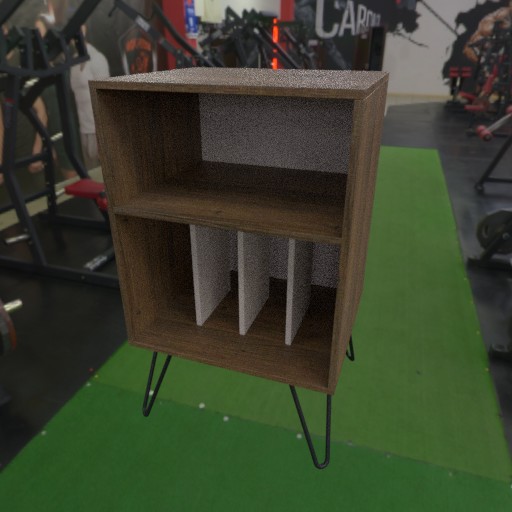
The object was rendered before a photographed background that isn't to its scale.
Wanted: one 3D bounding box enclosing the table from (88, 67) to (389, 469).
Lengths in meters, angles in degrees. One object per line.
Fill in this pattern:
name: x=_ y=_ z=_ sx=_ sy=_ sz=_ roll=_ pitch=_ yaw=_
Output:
table: x=0.000 y=0.000 z=1.144 sx=0.526 sy=0.866 sz=0.457 roll=9 pitch=28 yaw=18
